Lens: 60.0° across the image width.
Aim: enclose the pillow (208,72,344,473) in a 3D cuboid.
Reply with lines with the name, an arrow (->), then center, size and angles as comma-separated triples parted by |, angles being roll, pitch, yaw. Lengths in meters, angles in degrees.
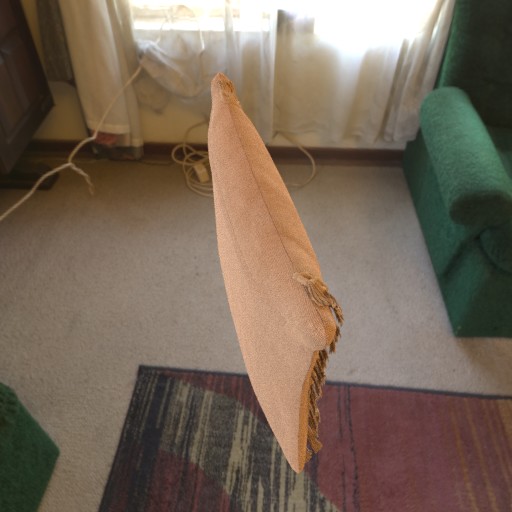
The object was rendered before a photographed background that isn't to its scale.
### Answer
pillow -> 0.000, 0.000, 0.587 | 0.084, 0.305, 0.466 | -10, 46, -9
